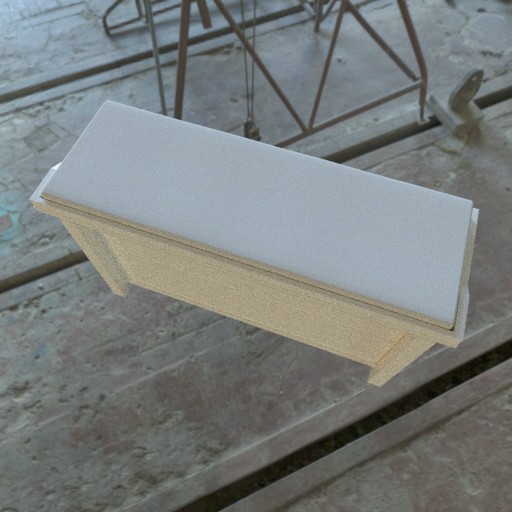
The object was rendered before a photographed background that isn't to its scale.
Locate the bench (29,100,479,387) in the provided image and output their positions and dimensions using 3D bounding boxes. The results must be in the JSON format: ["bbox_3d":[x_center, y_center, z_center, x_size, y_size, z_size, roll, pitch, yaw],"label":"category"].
[{"bbox_3d":[0.000,0.000,1.258,0.987,0.589,0.346,18,64,9],"label":"bench"}]
